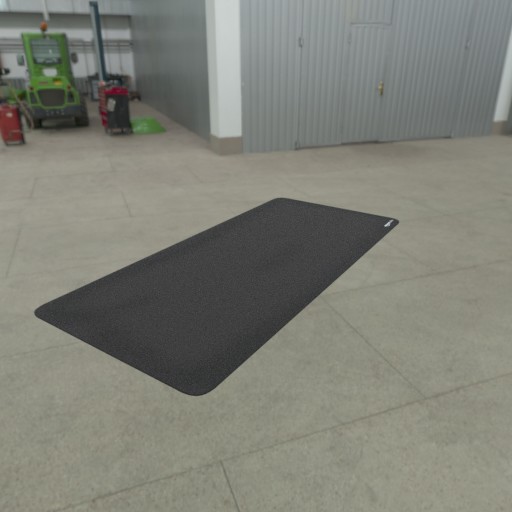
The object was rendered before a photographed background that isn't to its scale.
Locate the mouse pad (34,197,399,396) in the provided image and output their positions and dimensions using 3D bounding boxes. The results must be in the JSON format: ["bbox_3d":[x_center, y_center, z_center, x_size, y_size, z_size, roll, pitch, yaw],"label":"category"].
[{"bbox_3d":[0.000,0.000,1.067,0.424,0.003,0.907,15,28,31],"label":"mouse pad"}]
